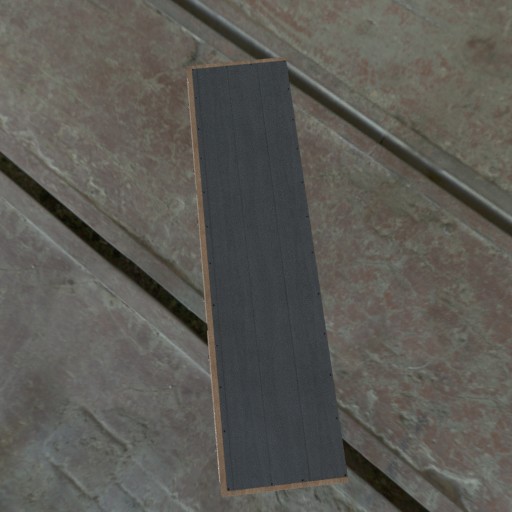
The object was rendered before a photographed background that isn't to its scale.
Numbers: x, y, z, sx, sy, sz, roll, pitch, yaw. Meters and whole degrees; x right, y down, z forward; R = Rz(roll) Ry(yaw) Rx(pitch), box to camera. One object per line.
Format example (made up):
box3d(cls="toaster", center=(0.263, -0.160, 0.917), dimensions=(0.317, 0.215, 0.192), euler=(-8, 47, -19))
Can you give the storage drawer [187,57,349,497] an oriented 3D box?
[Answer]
box3d(cls="storage drawer", center=(0.000, 0.000, 2.173), dimensions=(0.538, 0.264, 2.032), euler=(-6, 75, -2))
